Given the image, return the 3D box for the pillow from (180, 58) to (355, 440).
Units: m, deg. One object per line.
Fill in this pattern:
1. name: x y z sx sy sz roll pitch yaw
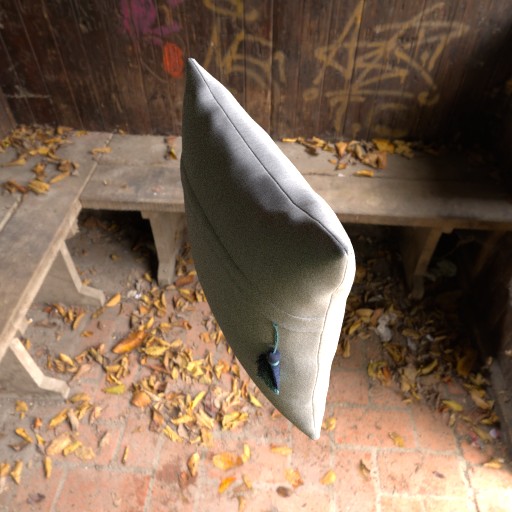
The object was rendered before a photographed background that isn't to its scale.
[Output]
1. pillow: 0.000 0.000 0.673 0.173 0.436 0.433 -18 49 -16
